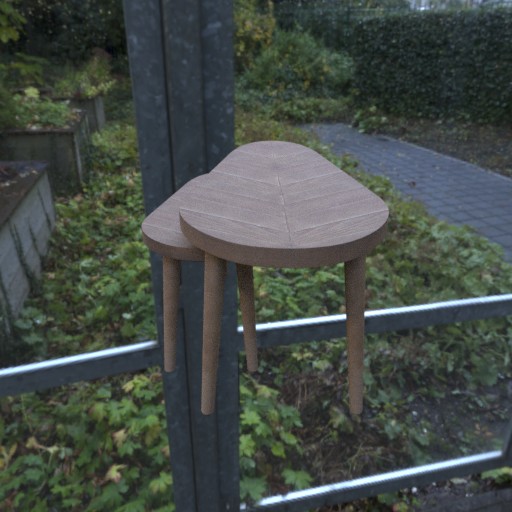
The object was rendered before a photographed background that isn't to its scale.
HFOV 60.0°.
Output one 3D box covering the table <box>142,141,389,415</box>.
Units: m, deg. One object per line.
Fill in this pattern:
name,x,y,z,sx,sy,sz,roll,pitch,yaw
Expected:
table,0.000,0.000,1.596,0.701,0.595,1.190,0,25,0
